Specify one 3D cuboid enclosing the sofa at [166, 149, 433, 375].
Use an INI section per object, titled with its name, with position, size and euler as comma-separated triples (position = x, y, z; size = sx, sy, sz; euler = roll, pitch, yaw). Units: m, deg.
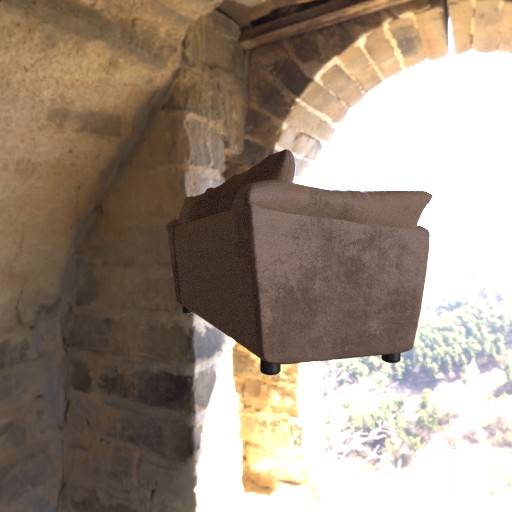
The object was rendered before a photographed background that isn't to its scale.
[sofa]
position = 0.000, 0.000, 2.903
size = 0.893, 0.981, 2.377
euler = 0, 1, -19
